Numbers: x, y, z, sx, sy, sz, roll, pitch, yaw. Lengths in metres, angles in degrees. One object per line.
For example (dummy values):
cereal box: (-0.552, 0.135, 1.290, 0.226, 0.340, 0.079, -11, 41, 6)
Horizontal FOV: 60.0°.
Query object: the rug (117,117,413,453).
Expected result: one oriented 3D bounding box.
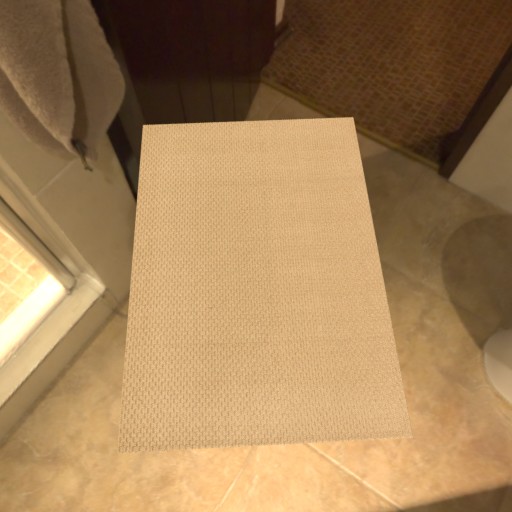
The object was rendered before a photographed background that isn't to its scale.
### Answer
rug: (0.000, 0.000, 2.721, 1.509, 0.013, 2.144, -3, 65, -1)
